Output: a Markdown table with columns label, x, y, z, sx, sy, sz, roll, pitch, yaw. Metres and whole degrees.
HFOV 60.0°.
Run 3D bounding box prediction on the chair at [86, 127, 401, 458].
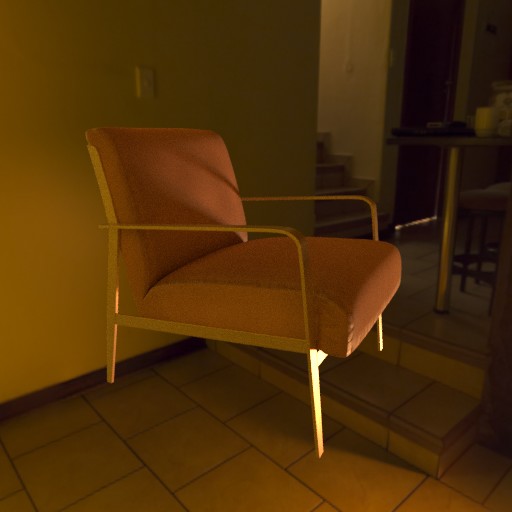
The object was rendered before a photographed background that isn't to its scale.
| label | x | y | z | sx | sy | sz | roll | pitch | yaw |
| --- | --- | --- | --- | --- | --- | --- | --- | --- | --- |
| chair | 0.000 | 0.000 | 1.469 | 0.848 | 0.823 | 0.701 | 8 | 17 | 27 |
